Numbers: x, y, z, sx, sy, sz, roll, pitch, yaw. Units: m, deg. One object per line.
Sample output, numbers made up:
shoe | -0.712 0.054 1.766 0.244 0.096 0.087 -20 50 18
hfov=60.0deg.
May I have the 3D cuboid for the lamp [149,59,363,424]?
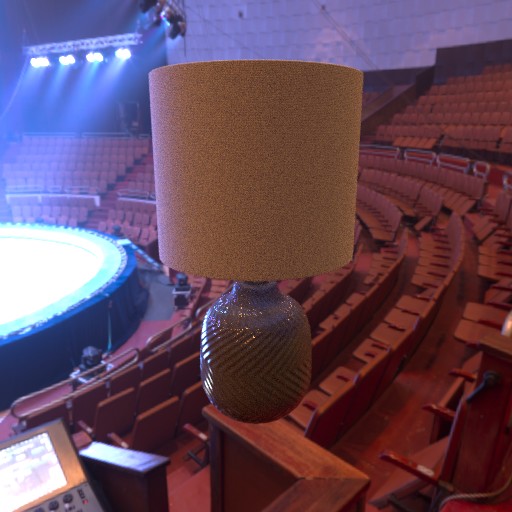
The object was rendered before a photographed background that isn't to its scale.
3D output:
lamp | 0.000 0.000 0.485 0.207 0.366 0.207 -15 21 -43
